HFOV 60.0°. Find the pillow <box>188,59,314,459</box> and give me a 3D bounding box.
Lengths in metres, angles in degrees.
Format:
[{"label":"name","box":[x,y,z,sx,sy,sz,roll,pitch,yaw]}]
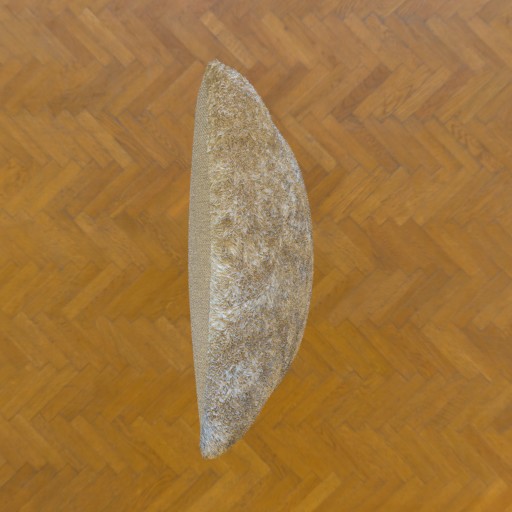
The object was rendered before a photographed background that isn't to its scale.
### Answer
[{"label":"pillow","box":[0.000,0.000,0.813,0.218,0.515,0.529,0,90,1]}]
